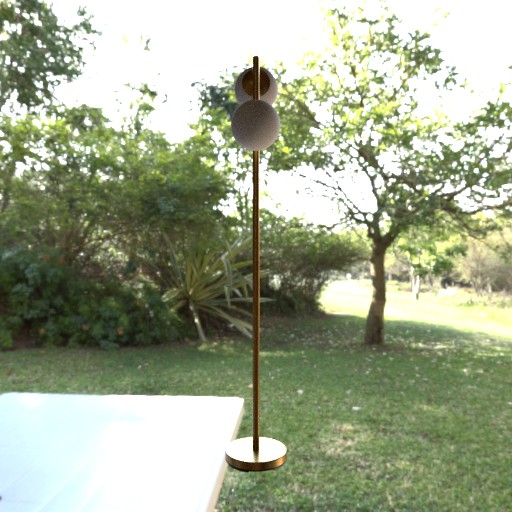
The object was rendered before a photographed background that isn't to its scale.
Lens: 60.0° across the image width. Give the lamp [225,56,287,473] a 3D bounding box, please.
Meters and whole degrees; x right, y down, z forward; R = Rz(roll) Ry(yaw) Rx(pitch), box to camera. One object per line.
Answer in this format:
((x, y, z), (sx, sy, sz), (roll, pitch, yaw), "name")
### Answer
((0.000, 0.000, 1.806), (0.249, 1.641, 0.419), (0, -1, 0), "lamp")
